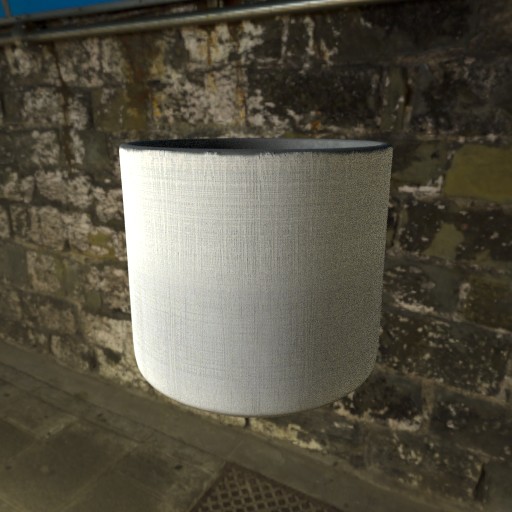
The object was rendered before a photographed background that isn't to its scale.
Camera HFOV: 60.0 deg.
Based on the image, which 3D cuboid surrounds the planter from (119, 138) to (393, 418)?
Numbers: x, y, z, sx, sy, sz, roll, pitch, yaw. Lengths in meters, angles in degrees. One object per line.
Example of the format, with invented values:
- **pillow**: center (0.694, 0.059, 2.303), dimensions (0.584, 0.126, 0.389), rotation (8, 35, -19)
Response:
- **planter**: center (0.000, 0.000, 0.402), dimensions (0.226, 0.201, 0.226), rotation (0, 17, 0)
